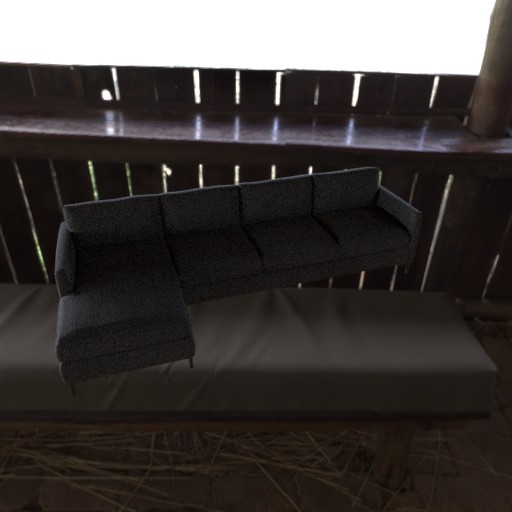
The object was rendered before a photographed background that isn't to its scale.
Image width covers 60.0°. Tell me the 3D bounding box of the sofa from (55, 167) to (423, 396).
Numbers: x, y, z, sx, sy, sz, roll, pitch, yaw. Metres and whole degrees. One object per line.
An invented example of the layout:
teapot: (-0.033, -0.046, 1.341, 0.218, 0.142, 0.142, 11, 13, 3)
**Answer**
sofa: (0.000, 0.000, 3.500, 2.932, 0.810, 1.350, -10, 32, -16)
